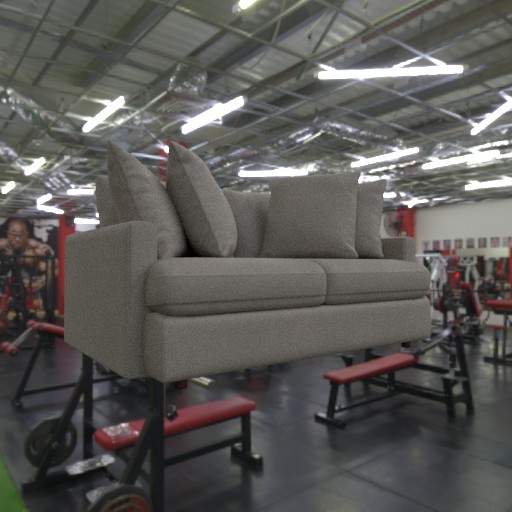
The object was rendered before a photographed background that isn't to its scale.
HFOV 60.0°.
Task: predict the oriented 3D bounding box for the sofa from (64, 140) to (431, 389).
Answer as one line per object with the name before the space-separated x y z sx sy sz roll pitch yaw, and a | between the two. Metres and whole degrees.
sofa | 0.000 0.000 2.609 1.869 1.080 1.228 1 -1 -36
